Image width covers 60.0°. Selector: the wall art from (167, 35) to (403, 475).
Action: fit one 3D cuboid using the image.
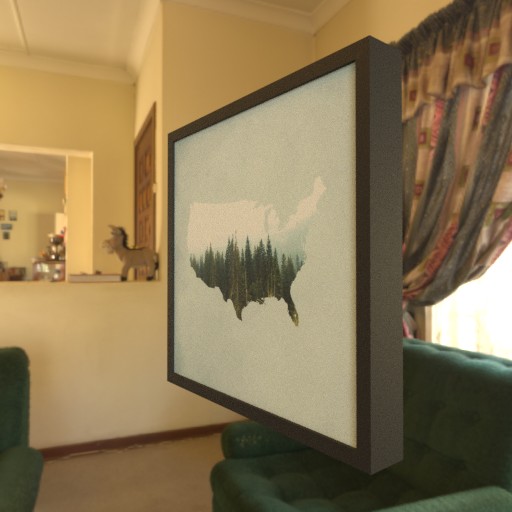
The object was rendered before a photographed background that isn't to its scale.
[{"bbox_3d":[0.000,0.000,0.437,0.038,0.304,0.304,1,-1,-38],"label":"wall art"}]
